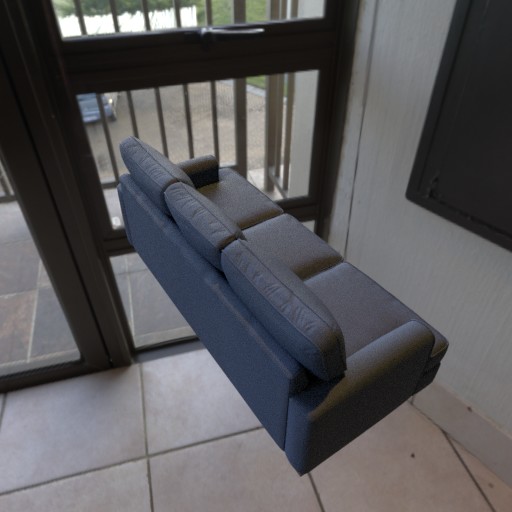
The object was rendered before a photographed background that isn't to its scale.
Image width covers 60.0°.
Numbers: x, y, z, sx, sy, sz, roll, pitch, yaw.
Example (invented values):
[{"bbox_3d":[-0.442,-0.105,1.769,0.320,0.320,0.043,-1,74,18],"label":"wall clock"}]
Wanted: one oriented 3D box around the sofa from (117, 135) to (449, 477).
[{"bbox_3d":[0.000,0.000,2.666,0.951,0.965,2.158,-23,46,-25],"label":"sofa"}]
